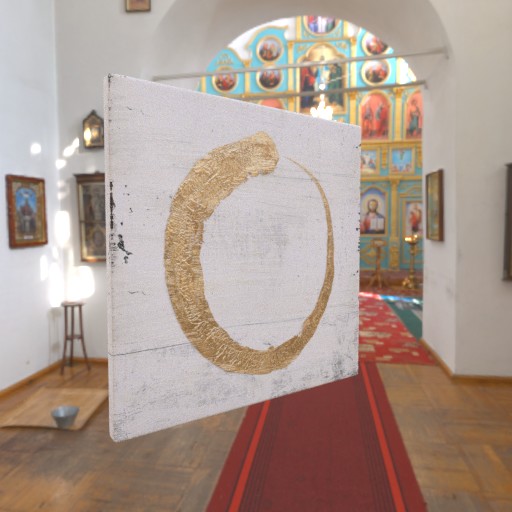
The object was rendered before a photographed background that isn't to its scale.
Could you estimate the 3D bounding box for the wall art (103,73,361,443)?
[{"bbox_3d":[0.000,0.000,1.147,0.762,0.762,0.038,-2,4,-36],"label":"wall art"}]
